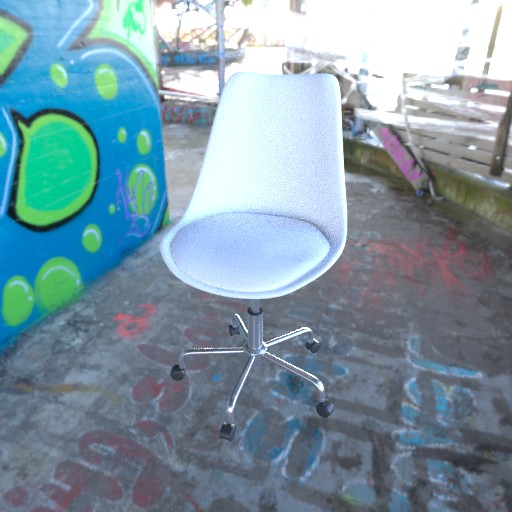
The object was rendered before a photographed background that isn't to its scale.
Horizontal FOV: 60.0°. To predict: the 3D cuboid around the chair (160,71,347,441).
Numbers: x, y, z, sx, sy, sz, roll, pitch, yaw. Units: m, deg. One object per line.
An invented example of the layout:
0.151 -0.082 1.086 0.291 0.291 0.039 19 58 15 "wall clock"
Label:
0.000 0.000 1.266 0.550 0.930 0.550 9 29 17 "chair"
